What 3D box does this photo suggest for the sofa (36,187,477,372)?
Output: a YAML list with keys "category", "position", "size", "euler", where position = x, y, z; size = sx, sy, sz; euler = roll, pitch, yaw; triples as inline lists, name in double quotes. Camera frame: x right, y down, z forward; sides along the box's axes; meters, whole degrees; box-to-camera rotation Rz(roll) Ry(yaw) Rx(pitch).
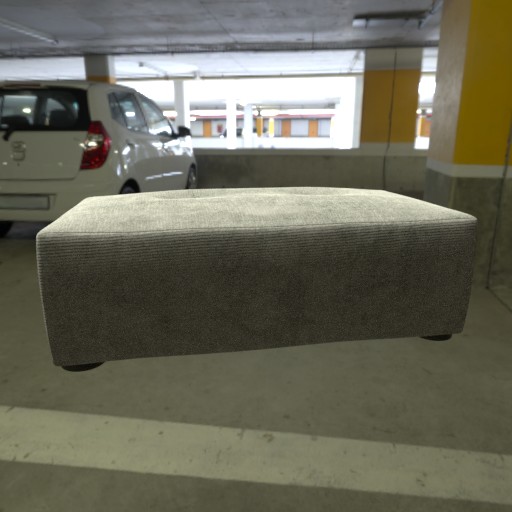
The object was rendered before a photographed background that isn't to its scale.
- category: "sofa"
  position: [0.000, 0.000, 1.142]
  size: [0.930, 0.330, 0.480]
  euler: [-3, 16, -10]
